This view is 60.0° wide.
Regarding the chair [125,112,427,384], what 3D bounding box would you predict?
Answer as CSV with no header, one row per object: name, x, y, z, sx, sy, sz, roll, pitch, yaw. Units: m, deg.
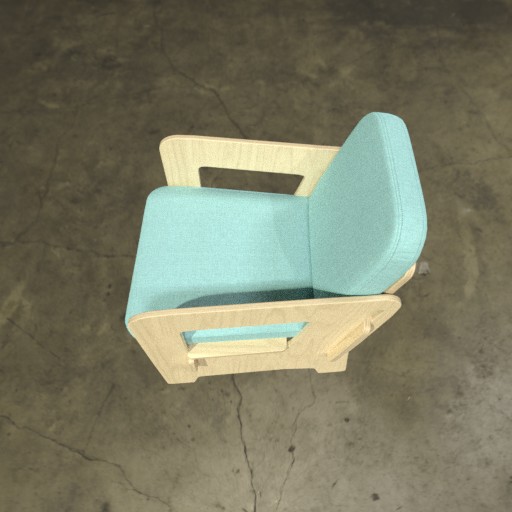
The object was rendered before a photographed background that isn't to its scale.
chair,0.000,0.000,1.305,0.710,0.800,0.590,1,59,0
